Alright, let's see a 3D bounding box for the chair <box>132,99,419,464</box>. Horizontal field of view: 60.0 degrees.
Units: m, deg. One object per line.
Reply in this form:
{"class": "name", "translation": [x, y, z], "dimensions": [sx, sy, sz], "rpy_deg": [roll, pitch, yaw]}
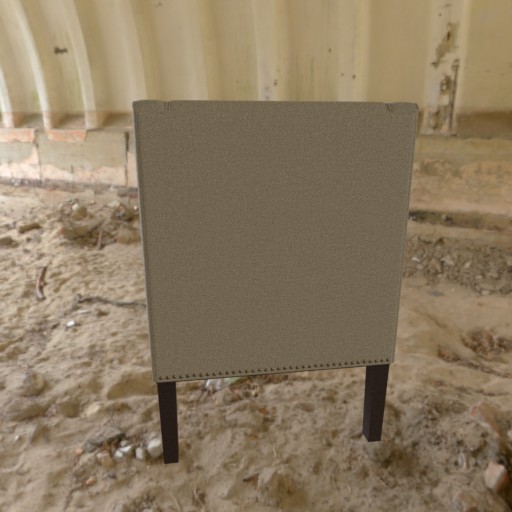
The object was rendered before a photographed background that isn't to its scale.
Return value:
{"class": "chair", "translation": [0.000, 0.000, 1.358], "dimensions": [0.610, 0.864, 0.737], "rpy_deg": [-2, 16, -8]}
